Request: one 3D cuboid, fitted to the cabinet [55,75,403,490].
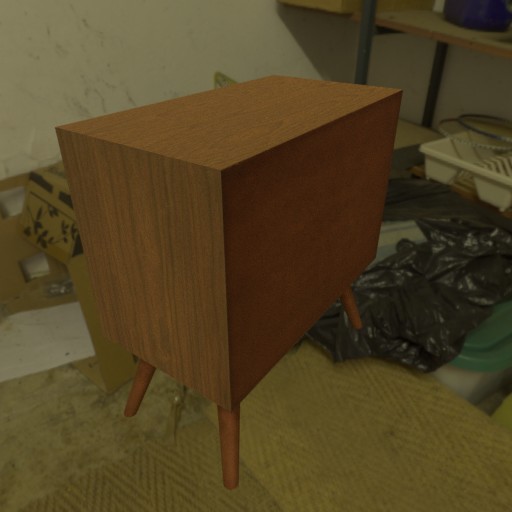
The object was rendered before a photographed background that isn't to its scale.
[{"bbox_3d":[0.000,0.000,1.136,0.388,0.748,0.712,20,36,30],"label":"cabinet"}]
